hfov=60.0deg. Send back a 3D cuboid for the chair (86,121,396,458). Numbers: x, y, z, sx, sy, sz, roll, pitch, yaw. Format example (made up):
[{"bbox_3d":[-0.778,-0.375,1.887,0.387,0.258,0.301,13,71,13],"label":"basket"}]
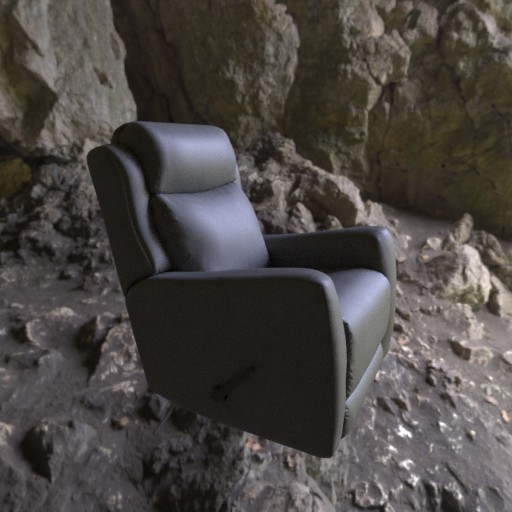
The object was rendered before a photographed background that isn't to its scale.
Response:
[{"bbox_3d":[0.000,0.000,1.919,1.068,1.116,0.967,8,16,27],"label":"chair"}]
